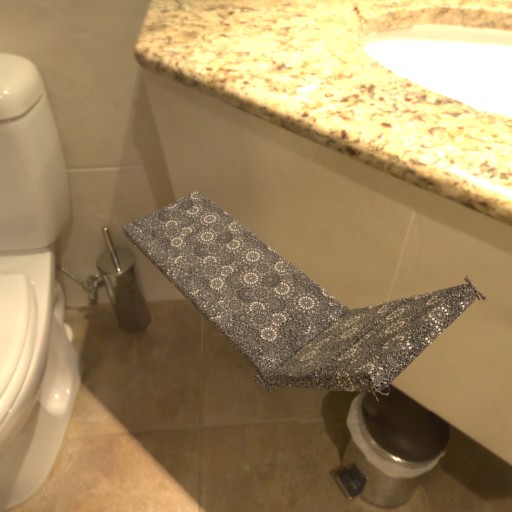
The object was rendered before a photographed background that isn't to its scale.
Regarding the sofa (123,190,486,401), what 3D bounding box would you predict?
[{"bbox_3d":[0.000,0.000,1.938,0.582,0.622,1.663,-32,54,-27],"label":"sofa"}]
